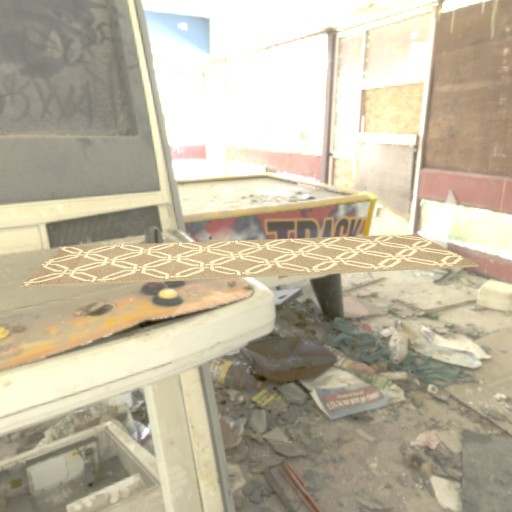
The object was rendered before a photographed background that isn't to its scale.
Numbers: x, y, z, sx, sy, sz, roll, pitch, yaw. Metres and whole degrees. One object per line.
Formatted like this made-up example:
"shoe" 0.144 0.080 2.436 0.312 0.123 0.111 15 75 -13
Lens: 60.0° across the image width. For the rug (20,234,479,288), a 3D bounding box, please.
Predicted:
"rug" 0.000 0.000 2.496 2.276 0.014 0.678 -2 17 -8
